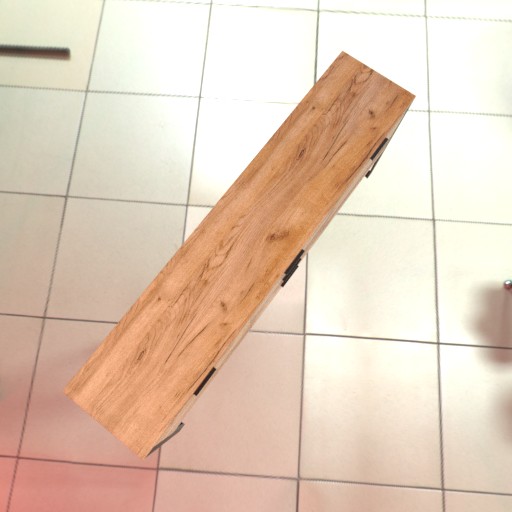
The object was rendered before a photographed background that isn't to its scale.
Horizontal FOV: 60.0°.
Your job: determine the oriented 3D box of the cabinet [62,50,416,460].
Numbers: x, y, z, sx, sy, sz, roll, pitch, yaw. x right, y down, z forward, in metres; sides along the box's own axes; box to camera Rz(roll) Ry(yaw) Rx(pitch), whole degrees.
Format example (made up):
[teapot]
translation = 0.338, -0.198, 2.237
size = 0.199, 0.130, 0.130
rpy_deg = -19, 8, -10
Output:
[cabinet]
translation = 0.000, 0.000, 2.114
size = 0.395, 0.762, 1.800
rpy_deg = 36, 78, 9
